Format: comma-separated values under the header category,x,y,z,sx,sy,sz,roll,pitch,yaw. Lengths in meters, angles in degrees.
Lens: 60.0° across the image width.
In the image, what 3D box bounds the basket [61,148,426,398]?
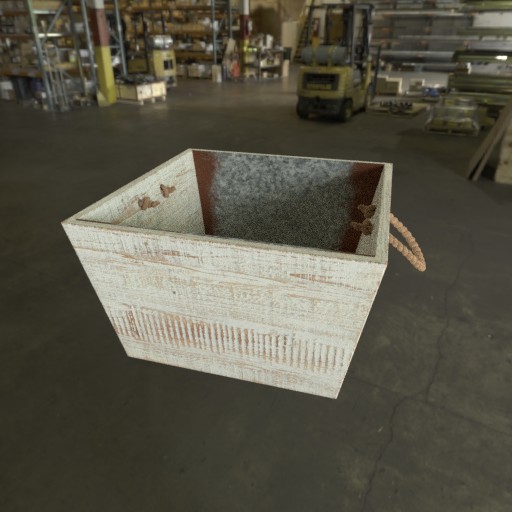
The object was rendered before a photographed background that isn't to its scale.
category,x,y,z,sx,sy,sz,roll,pitch,yaw
basket,0.000,0.000,0.761,0.545,0.247,0.413,8,28,14
